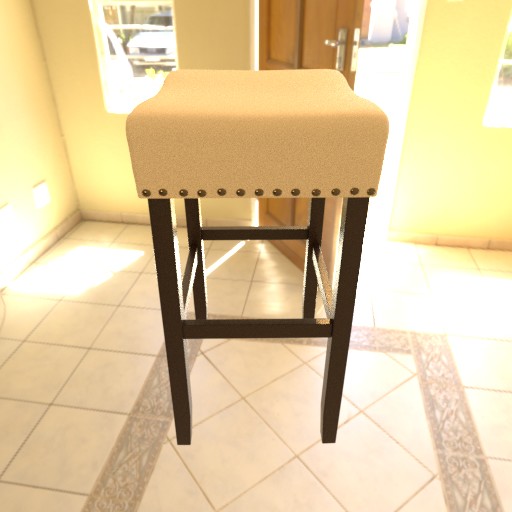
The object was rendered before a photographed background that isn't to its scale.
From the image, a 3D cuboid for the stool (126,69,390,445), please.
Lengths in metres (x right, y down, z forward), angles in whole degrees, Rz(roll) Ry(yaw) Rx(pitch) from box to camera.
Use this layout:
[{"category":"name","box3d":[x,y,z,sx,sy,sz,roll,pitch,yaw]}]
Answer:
[{"category":"stool","box3d":[0.000,0.000,1.039,0.401,0.762,0.471,0,31,-1]}]
